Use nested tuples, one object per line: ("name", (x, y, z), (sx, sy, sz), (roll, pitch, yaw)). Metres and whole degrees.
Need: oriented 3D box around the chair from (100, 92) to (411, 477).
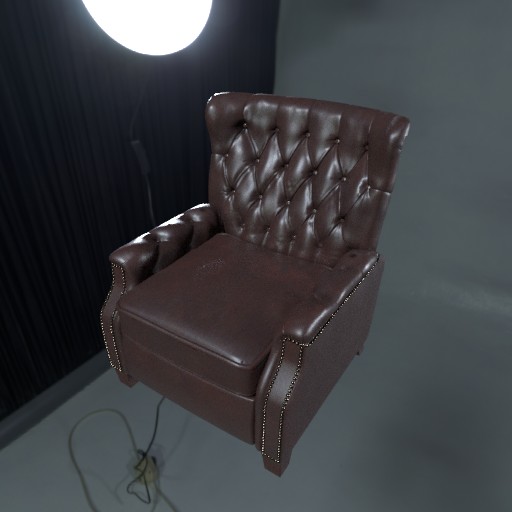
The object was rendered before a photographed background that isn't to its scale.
("chair", (0.000, 0.000, 1.445), (0.709, 0.864, 0.823), (19, 36, 28))
